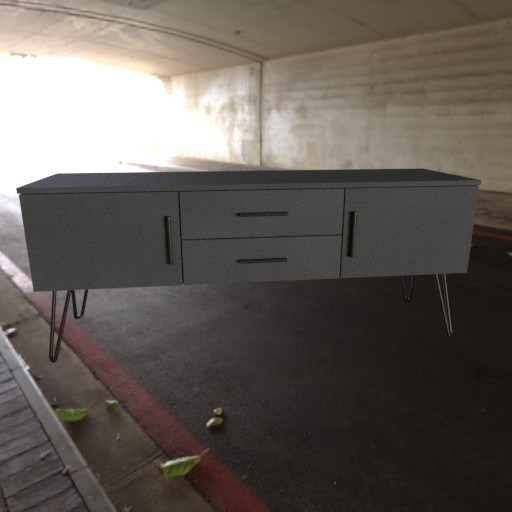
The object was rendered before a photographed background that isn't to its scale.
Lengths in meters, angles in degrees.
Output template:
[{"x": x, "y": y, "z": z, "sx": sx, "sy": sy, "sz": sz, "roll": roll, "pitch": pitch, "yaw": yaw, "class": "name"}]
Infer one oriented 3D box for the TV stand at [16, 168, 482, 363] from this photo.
[{"x": 0.000, "y": 0.000, "z": 1.581, "sx": 1.400, "sy": 0.560, "sz": 0.400, "roll": -2, "pitch": 17, "yaw": -7, "class": "TV stand"}]
